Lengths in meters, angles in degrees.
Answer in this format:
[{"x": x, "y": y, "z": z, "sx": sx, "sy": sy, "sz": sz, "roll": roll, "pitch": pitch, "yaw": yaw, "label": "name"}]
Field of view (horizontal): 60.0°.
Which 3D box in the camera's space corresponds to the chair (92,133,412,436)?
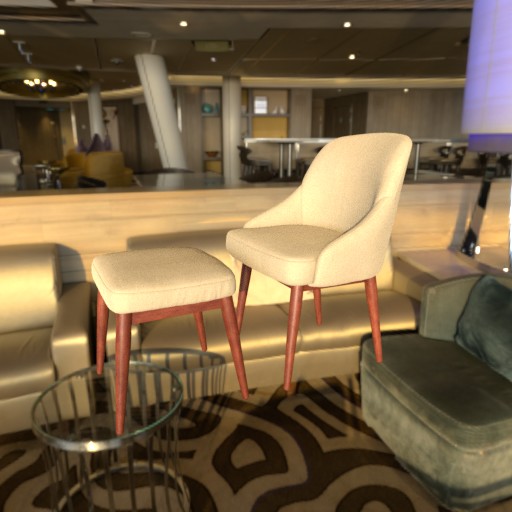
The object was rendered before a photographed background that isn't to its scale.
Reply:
[{"x": 0.000, "y": 0.000, "z": 1.602, "sx": 1.114, "sy": 0.866, "sz": 0.584, "roll": -7, "pitch": 16, "yaw": -26, "label": "chair"}]
